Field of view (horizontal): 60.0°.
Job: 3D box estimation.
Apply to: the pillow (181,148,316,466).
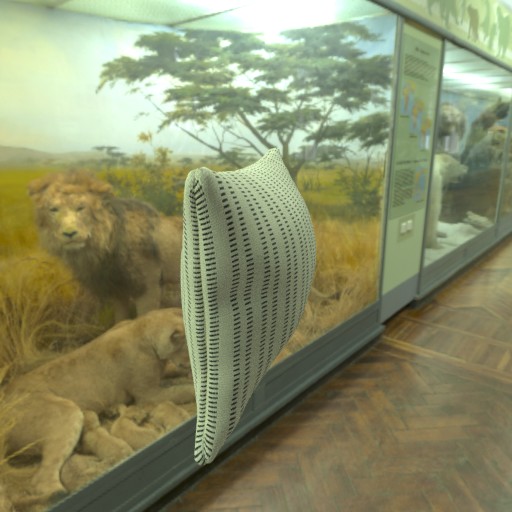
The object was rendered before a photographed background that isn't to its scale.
[{"bbox_3d":[0.000,0.000,0.782,0.210,0.353,0.640,3,16,9],"label":"pillow"}]
